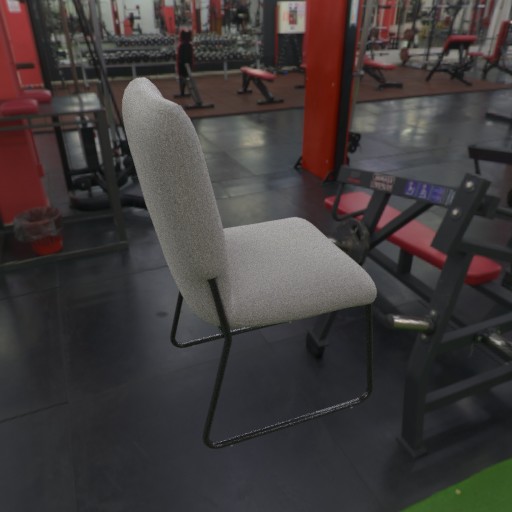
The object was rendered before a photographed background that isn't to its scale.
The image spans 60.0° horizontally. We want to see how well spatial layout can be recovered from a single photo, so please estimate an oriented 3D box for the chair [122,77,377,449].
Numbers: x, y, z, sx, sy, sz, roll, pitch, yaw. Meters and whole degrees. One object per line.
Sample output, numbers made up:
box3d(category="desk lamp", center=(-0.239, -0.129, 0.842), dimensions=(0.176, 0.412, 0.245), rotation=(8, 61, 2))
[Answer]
box3d(category="chair", center=(0.000, 0.000, 1.170), dimensions=(0.560, 0.864, 0.448), rotation=(-11, 31, -18))
